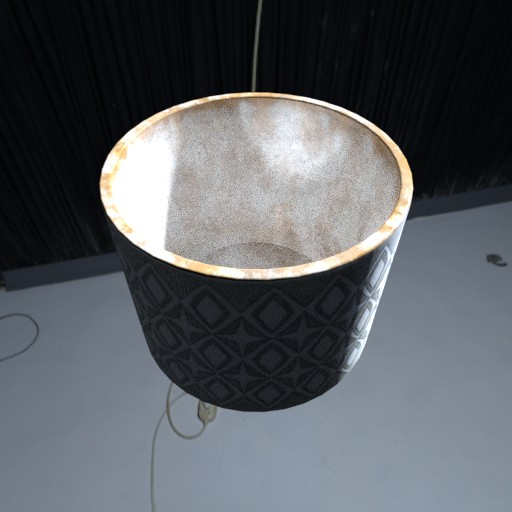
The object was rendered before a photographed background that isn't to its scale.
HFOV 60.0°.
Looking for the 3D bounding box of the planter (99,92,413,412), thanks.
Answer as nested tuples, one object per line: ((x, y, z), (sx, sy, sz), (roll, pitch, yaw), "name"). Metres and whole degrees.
((0.000, 0.000, 0.449), (0.255, 0.223, 0.255), (0, 46, 0), "planter")
